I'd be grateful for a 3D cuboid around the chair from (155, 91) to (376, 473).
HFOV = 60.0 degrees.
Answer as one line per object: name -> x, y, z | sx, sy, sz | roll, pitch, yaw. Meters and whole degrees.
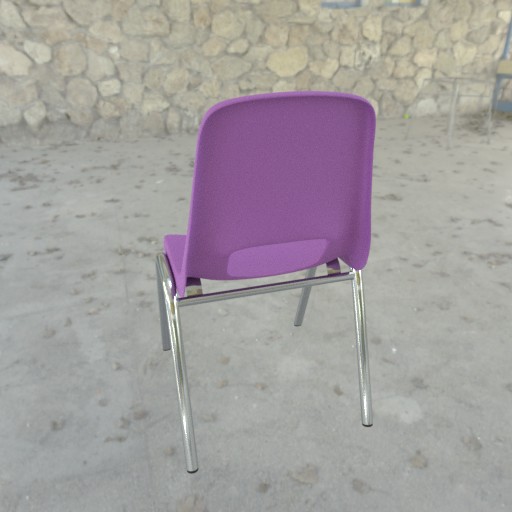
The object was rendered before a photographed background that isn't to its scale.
chair -> 0.000, 0.000, 0.670 | 0.291, 0.493, 0.301 | -8, 27, -16
